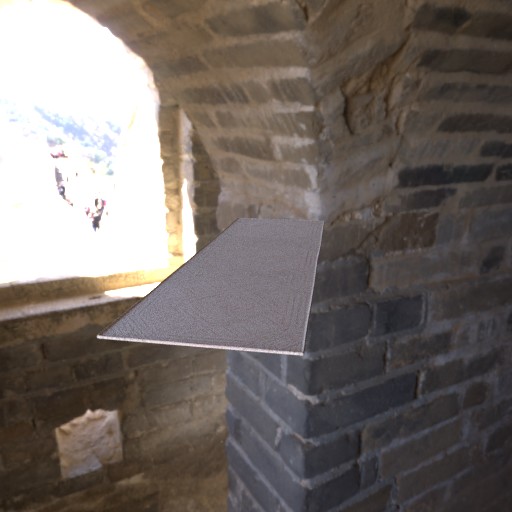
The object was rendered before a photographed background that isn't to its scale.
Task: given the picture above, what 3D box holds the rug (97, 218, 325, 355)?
[{"bbox_3d":[0.000,0.000,2.741,0.775,0.012,2.452,3,15,10],"label":"rug"}]
